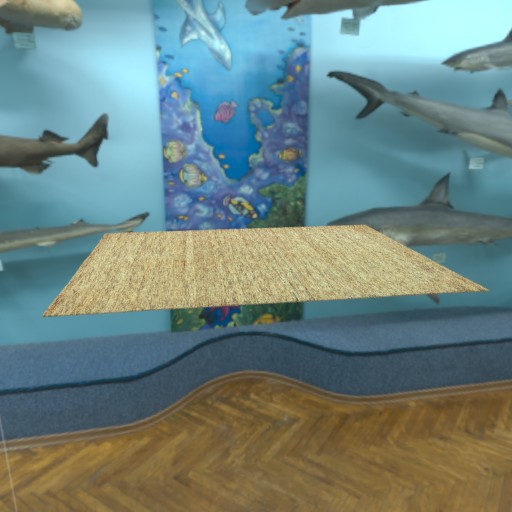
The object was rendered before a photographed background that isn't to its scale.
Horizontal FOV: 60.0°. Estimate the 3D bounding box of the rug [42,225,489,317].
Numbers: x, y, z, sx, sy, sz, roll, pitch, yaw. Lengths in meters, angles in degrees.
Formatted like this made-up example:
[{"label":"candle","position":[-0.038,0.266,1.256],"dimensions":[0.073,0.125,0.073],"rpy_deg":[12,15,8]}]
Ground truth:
[{"label":"rug","position":[0.000,0.000,4.277],"dimensions":[3.200,0.012,2.438],"rpy_deg":[-2,16,-8]}]
